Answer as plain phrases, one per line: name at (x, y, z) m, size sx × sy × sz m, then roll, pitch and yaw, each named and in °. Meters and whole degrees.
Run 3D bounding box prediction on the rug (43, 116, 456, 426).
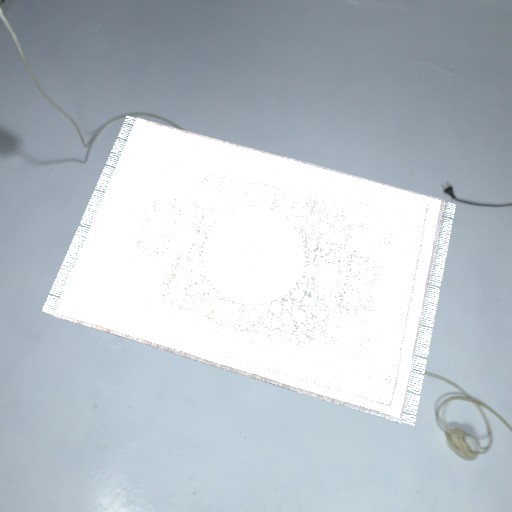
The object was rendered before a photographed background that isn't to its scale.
rug at (0.000, 0.000, 2.967) m, size 2.440 × 0.010 × 1.528 m, roll 16°, pitch 75°, yaw 5°
